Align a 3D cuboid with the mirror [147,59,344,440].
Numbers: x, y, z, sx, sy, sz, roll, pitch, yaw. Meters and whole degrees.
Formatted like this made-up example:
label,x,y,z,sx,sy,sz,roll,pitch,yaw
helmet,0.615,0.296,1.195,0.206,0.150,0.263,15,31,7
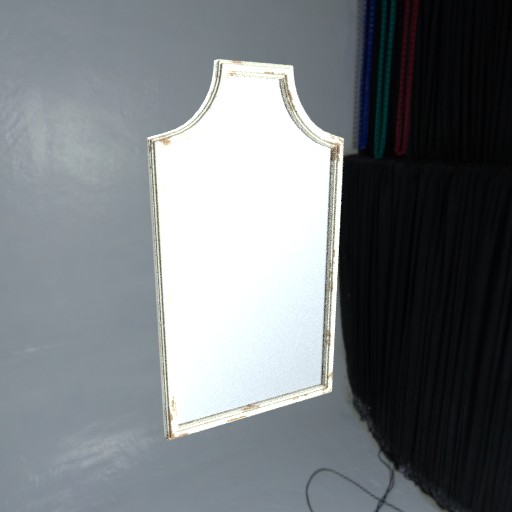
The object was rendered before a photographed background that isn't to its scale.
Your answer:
label,x,y,z,sx,sy,sz,roll,pitch,yaw
mirror,0.000,0.000,0.887,0.403,0.717,0.022,-7,16,-26
